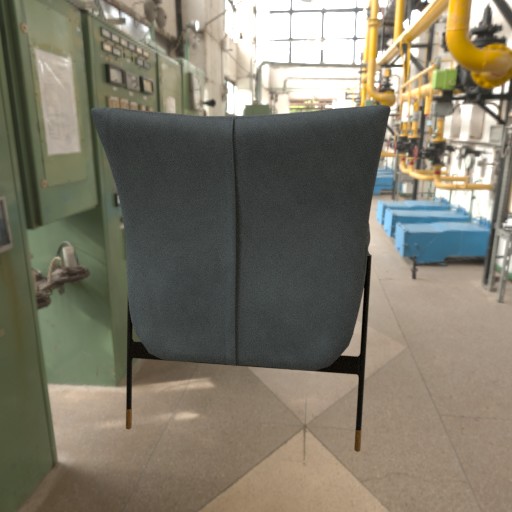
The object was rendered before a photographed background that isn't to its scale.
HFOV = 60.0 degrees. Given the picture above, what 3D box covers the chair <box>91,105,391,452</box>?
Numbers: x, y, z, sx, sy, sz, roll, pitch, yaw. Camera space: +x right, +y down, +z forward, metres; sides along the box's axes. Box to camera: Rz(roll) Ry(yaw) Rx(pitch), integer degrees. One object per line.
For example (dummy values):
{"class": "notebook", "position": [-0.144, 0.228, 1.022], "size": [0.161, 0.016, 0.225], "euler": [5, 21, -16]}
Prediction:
{"class": "chair", "position": [0.000, 0.000, 1.396], "size": [0.678, 0.858, 0.709], "euler": [2, 15, 8]}
